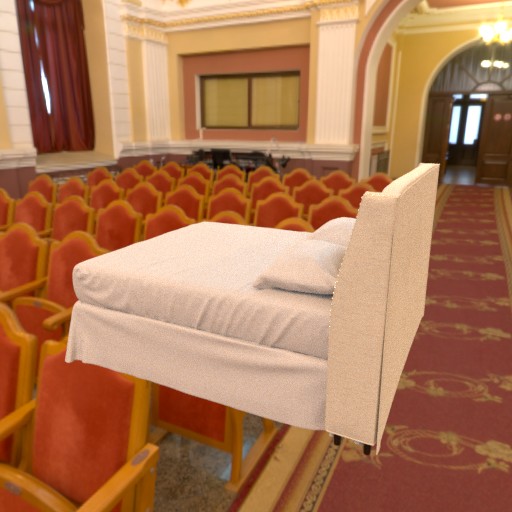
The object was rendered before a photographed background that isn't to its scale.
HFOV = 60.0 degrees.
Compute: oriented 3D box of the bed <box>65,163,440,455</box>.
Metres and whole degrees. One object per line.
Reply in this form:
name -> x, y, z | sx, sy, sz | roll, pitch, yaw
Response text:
bed -> 0.000, 0.000, 3.291 | 2.276, 1.332, 1.925 | 8, 18, 25
